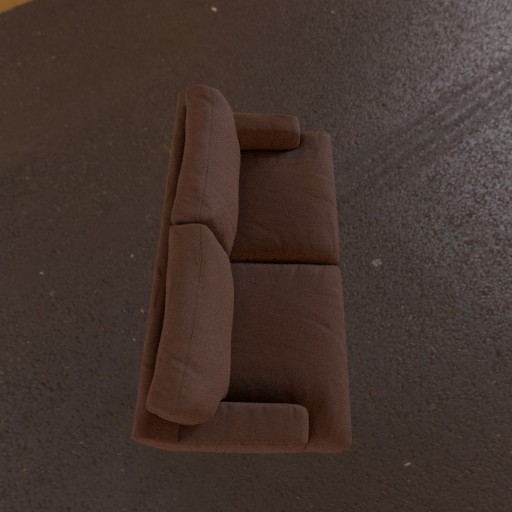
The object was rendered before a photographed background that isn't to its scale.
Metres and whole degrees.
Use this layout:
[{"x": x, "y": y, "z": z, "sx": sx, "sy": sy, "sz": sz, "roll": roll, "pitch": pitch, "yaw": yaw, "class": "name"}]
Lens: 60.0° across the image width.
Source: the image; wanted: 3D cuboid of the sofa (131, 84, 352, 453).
[{"x": 0.000, "y": 0.000, "z": 2.822, "sx": 1.140, "sy": 0.950, "sz": 2.274, "roll": 1, "pitch": 63, "yaw": 1, "class": "sofa"}]
